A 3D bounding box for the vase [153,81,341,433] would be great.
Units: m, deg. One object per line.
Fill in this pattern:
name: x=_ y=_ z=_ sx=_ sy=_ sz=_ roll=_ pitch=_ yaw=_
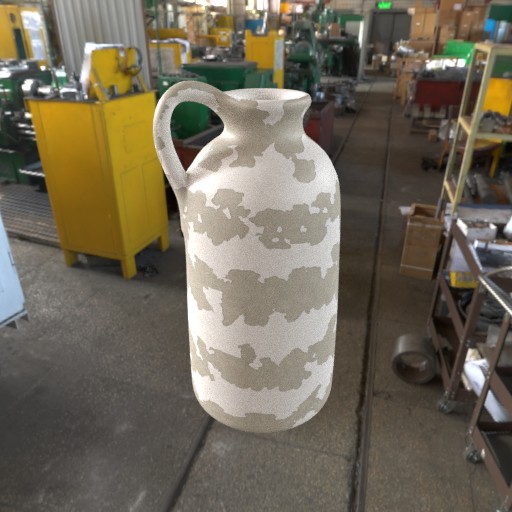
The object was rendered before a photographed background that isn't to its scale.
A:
vase: x=0.000 y=0.000 z=0.511 sx=0.203 sy=0.382 sz=0.186 roll=-8 pitch=29 yaw=-15
